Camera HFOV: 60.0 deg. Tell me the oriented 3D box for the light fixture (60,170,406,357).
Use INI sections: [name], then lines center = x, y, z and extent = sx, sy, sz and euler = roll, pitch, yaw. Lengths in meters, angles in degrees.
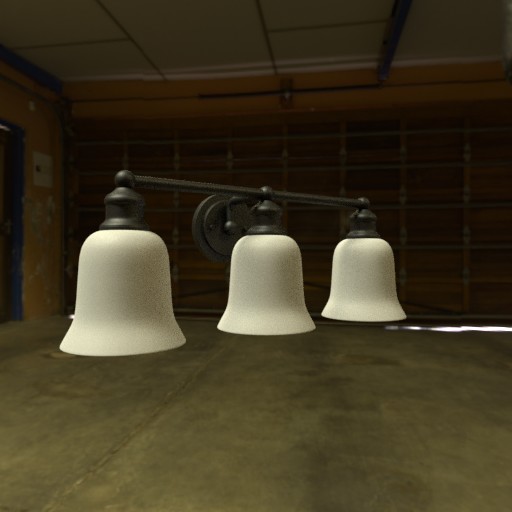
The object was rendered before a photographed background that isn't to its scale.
[light fixture]
center = 0.000, 0.000, 0.680
extent = 0.570, 0.211, 0.198
euler = 0, 0, -35
